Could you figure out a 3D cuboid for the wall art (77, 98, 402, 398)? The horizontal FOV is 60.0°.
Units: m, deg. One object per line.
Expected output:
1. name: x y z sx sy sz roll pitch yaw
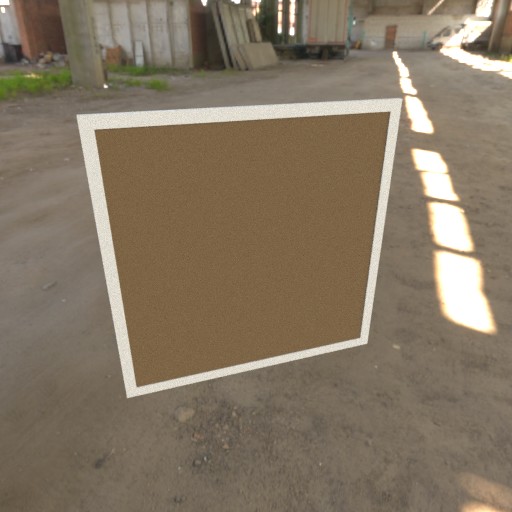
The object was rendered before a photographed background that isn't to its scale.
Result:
1. wall art: 0.000 0.000 1.252 0.812 0.812 0.015 -9 28 -16
